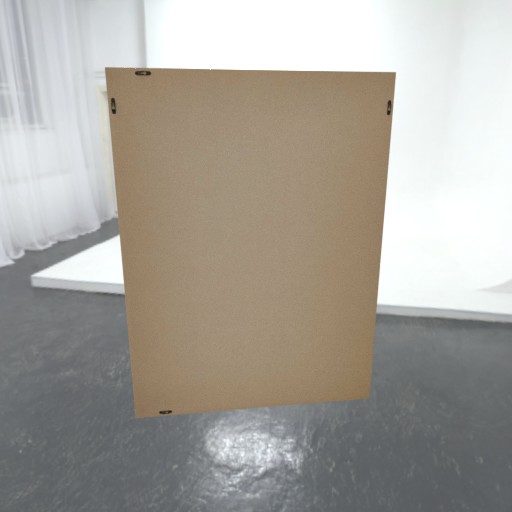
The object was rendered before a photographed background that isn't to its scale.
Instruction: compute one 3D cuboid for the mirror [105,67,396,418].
[{"bbox_3d":[0.000,0.000,1.307,0.762,1.016,0.041,-2,16,-8],"label":"mirror"}]
